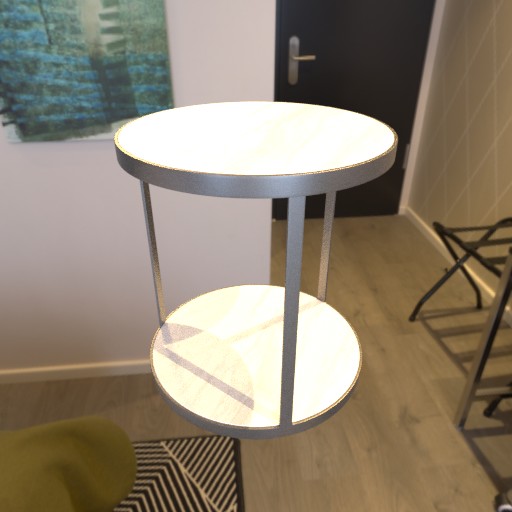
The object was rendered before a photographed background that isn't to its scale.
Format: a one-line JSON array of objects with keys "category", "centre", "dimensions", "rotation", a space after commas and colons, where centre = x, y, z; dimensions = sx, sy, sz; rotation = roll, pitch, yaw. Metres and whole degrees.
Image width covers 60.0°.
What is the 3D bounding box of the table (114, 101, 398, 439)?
[{"category": "table", "centre": [0.000, 0.000, 0.840], "dimensions": [0.445, 0.479, 0.445], "rotation": [0, 30, 0]}]
